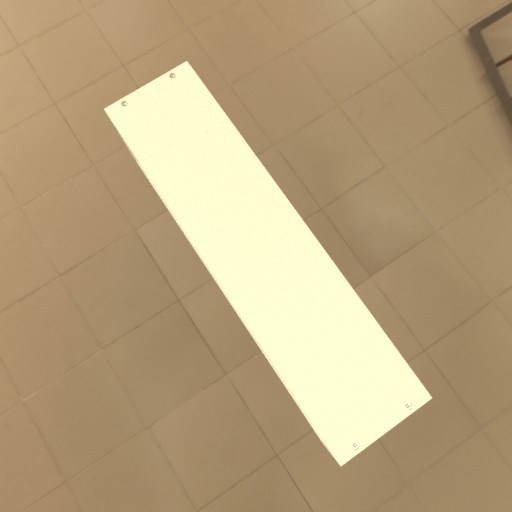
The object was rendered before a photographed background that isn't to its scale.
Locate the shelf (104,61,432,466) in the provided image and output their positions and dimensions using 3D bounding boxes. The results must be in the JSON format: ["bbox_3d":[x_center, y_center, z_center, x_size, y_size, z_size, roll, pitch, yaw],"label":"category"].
[{"bbox_3d":[0.000,0.000,0.713,0.150,0.170,0.610,-33,79,-7],"label":"shelf"}]
